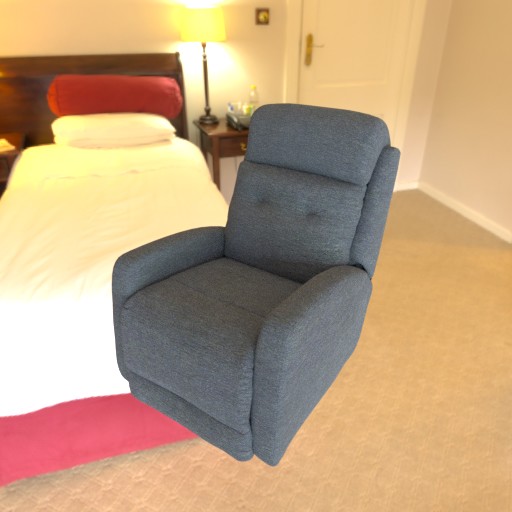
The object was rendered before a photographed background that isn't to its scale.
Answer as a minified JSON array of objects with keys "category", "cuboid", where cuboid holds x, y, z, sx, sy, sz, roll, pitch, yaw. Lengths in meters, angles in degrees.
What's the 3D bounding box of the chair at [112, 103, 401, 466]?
[{"category":"chair","cuboid":[0.000,0.000,1.737,0.798,1.013,1.043,19,34,30]}]
